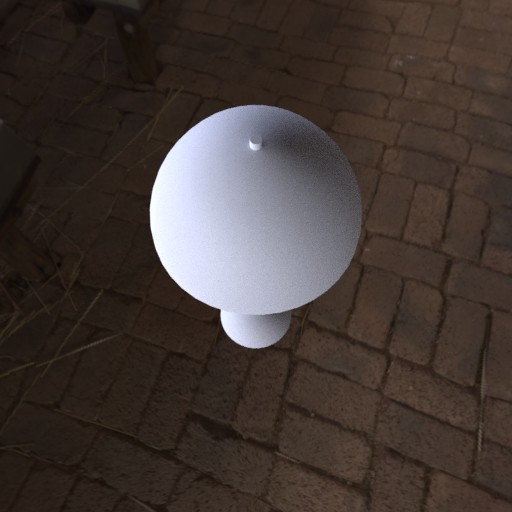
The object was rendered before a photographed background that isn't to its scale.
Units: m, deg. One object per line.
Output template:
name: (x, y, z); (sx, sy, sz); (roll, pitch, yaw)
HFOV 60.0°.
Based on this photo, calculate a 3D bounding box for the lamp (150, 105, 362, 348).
lamp: (0.000, 0.000, 0.431); (0.171, 0.330, 0.171); (0, 63, 0)
